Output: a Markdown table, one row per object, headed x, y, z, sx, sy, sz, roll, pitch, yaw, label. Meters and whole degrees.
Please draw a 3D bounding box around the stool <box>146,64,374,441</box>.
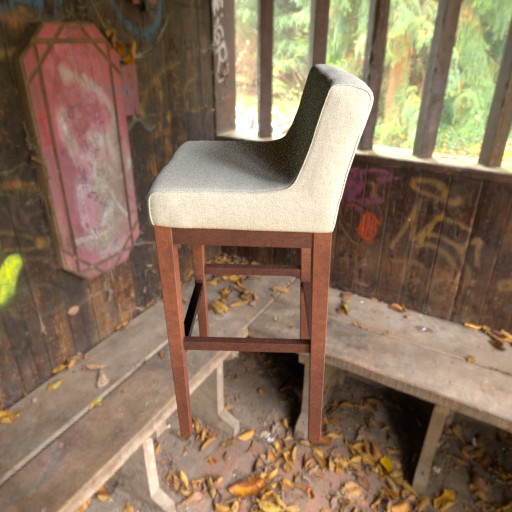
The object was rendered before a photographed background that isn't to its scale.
| x | y | z | sx | sy | sz | roll | pitch | yaw | label |
| --- | --- | --- | --- | --- | --- | --- | --- | --- | --- |
| 0.000 | 0.000 | 1.332 | 0.500 | 1.037 | 0.511 | 1 | 27 | 2 | stool |
